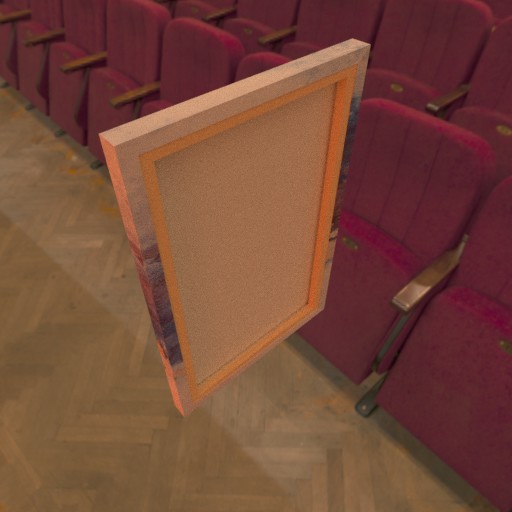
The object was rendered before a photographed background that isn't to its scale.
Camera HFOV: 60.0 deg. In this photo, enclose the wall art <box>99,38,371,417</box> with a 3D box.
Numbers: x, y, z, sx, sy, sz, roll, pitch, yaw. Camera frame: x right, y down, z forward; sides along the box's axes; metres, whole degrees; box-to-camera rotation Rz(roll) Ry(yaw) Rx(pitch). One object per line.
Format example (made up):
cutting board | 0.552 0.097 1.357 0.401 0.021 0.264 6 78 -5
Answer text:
wall art | 0.000 0.000 1.093 0.583 0.874 0.048 -32 54 -28
